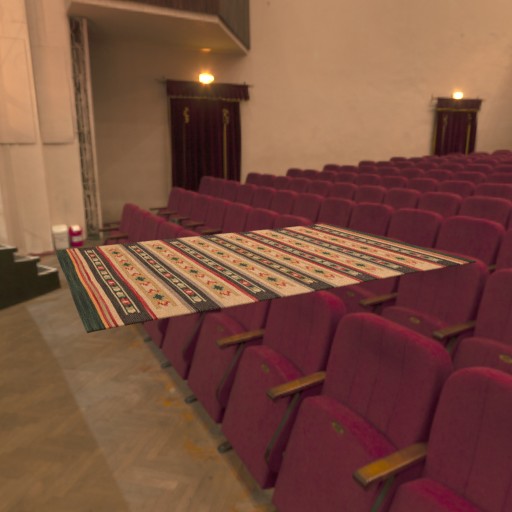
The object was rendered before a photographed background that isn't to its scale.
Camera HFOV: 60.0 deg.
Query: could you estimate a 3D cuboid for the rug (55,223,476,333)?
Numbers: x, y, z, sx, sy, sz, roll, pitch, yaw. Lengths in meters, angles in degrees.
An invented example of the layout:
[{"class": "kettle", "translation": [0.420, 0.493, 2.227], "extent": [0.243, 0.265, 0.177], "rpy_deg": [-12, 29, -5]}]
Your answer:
[{"class": "rug", "translation": [0.000, 0.000, 2.295], "extent": [1.825, 0.009, 1.221], "rpy_deg": [-7, 16, -27]}]
